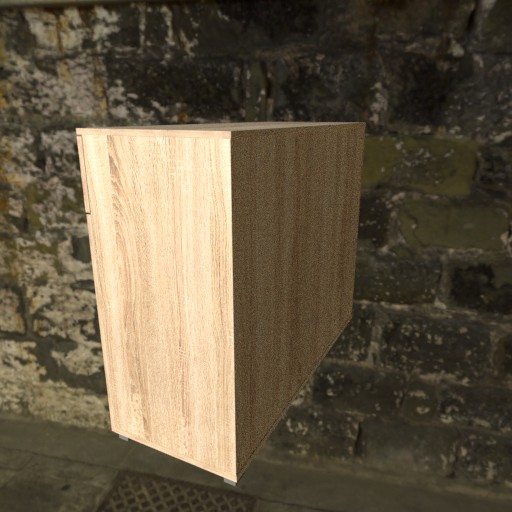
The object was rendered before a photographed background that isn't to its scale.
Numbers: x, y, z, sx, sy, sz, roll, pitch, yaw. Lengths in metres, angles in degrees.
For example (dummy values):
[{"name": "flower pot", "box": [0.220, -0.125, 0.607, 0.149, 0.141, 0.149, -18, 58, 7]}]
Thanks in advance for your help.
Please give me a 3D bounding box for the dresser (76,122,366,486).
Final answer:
[{"name": "dresser", "box": [0.000, 0.000, 1.583, 0.450, 0.900, 1.100, 9, 20, 26]}]
